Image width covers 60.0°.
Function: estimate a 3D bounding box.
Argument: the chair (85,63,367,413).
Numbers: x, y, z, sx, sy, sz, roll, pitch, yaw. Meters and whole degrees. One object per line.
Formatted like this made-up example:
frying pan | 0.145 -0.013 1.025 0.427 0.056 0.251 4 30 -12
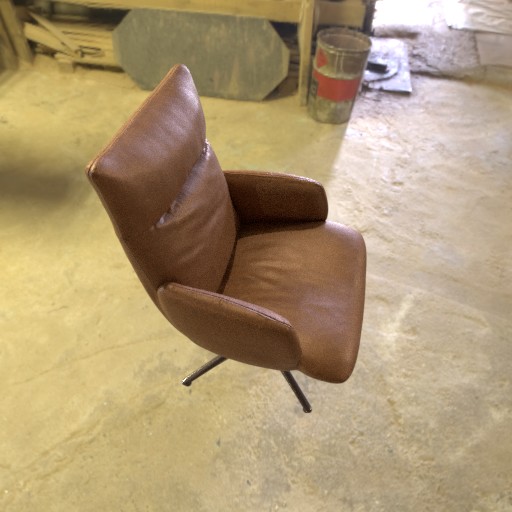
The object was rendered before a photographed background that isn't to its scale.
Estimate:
chair | 0.000 0.000 1.528 0.794 1.027 0.711 10 47 9
